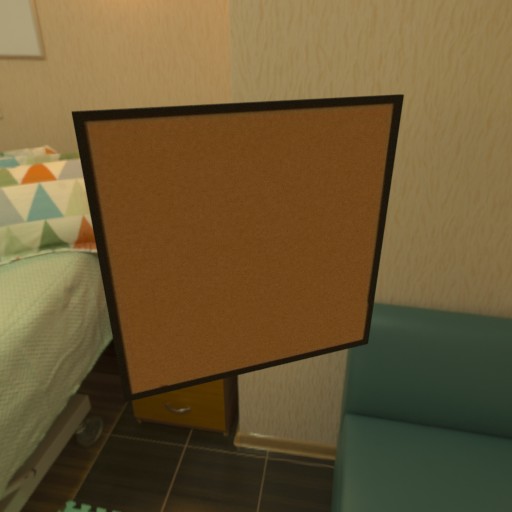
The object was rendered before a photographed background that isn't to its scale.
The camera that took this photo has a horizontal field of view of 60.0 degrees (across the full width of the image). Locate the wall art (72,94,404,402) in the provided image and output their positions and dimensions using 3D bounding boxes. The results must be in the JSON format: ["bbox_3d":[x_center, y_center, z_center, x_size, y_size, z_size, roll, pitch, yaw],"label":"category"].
[{"bbox_3d":[0.000,0.000,1.243,0.823,0.823,0.013,-9,29,-17],"label":"wall art"}]
